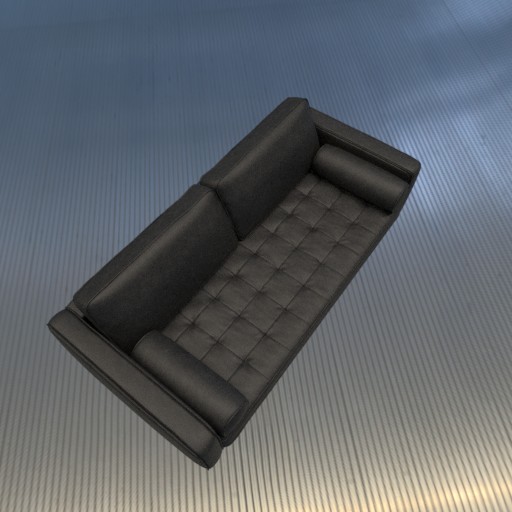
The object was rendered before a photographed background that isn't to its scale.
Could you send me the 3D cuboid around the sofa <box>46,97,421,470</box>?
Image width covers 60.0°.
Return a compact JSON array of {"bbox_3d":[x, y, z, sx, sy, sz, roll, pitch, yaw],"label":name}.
[{"bbox_3d":[0.000,0.000,2.311,0.921,0.770,1.879,33,64,18],"label":"sofa"}]
